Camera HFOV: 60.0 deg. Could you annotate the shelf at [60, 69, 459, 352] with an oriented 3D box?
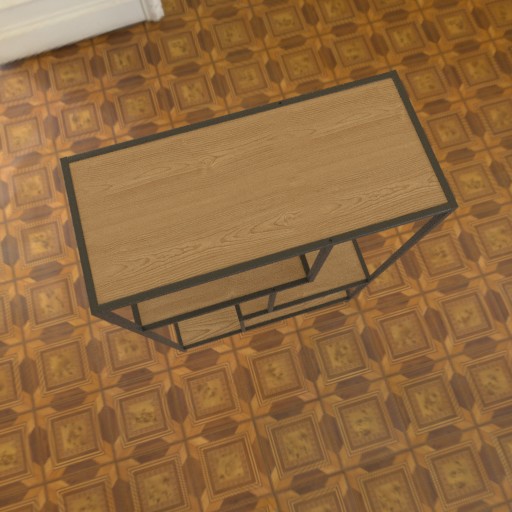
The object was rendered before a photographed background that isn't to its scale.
[{"bbox_3d":[0.000,0.000,1.478,0.770,1.138,0.350,-16,75,-5],"label":"shelf"}]
